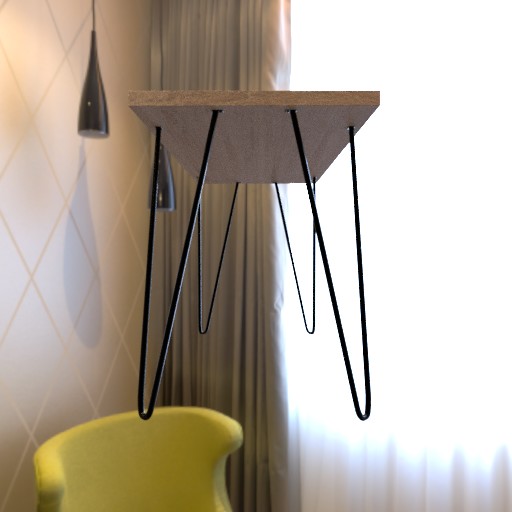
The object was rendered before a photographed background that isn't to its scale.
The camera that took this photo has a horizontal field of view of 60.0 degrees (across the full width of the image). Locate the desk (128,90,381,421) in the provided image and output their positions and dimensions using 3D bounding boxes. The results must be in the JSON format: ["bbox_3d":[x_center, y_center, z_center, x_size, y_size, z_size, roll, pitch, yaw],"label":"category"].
[{"bbox_3d":[0.000,0.000,1.373,0.499,0.660,0.991,0,0,0],"label":"desk"}]
